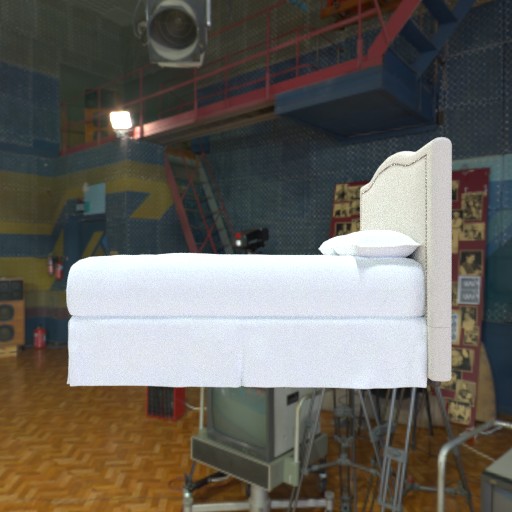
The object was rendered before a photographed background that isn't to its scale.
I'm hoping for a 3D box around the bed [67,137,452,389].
[{"bbox_3d":[0.000,0.000,3.253,2.143,1.460,1.753,0,0,1],"label":"bed"}]
